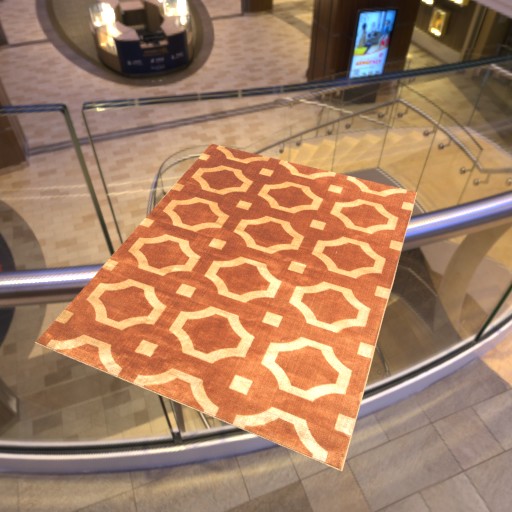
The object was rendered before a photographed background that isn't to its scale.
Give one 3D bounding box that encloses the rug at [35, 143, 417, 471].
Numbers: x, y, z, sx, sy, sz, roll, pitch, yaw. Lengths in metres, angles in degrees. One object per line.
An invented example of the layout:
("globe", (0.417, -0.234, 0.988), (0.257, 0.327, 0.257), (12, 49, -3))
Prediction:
("rug", (0.000, 0.000, 4.098), (2.466, 0.021, 3.049), (17, 49, 15))
